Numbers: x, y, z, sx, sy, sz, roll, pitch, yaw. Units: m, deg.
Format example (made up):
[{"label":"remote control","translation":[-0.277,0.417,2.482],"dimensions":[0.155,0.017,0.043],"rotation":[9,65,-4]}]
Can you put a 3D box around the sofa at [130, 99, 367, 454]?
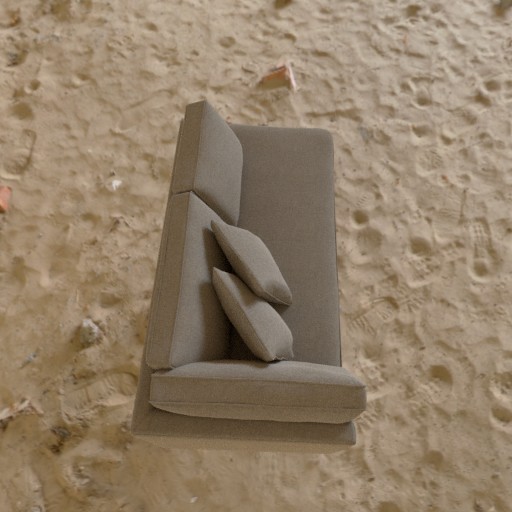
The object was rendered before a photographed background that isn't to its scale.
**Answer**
[{"label":"sofa","translation":[0.000,0.000,2.823],"dimensions":[1.110,1.019,2.238],"rotation":[2,63,1]}]
